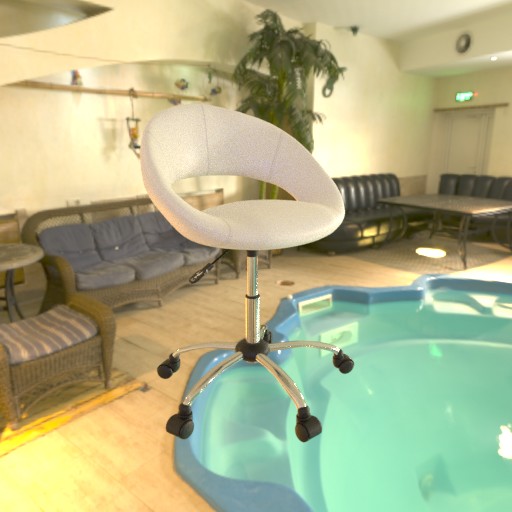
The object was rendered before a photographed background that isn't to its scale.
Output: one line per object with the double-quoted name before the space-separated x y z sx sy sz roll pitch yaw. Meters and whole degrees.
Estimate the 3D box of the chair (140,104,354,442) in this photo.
"chair" 0.000 0.000 1.178 0.612 0.791 0.538 -13 20 -42
